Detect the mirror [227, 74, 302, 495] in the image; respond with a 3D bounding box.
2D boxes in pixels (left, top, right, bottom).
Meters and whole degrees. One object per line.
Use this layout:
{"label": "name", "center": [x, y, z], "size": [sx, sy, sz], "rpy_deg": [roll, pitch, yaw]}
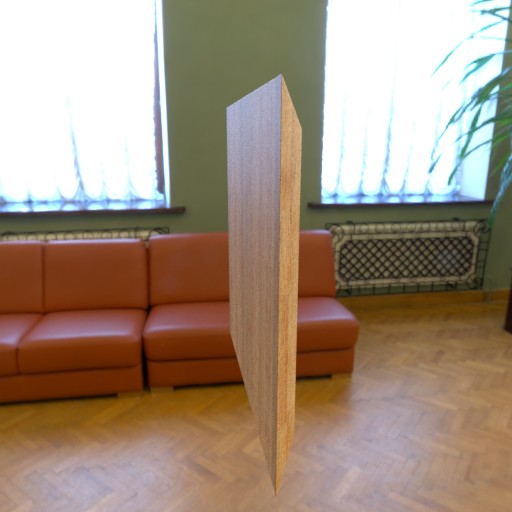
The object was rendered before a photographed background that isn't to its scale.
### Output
{"label": "mirror", "center": [0.000, 0.000, 0.961], "size": [0.047, 0.651, 0.651], "rpy_deg": [-3, 15, -10]}
